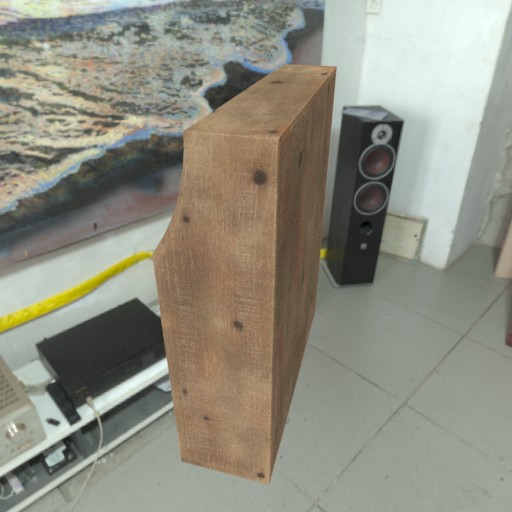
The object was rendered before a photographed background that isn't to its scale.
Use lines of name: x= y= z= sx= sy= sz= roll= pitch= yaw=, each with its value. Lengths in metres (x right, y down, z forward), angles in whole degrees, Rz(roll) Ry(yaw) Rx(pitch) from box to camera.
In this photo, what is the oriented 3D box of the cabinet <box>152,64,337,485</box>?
cabinet: x=0.000 y=0.000 z=0.819 sx=0.184 sy=0.590 sz=0.489 roll=8 pitch=32 yaw=13
